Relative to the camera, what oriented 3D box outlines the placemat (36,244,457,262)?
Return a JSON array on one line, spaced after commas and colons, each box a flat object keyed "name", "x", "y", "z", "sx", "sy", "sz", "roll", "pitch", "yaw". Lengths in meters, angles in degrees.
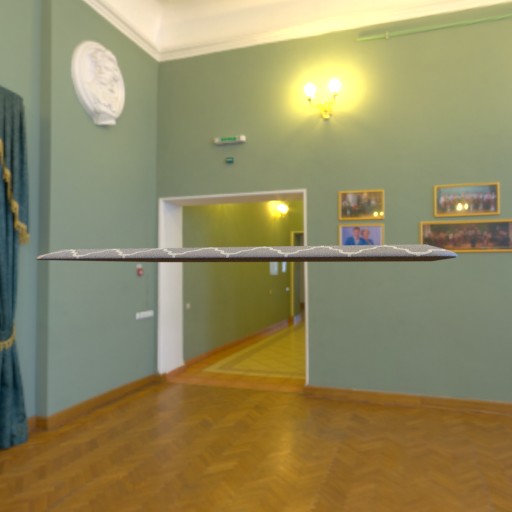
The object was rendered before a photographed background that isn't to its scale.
[{"name": "placemat", "x": 0.000, "y": 0.000, "z": 0.976, "sx": 0.762, "sy": 0.021, "sz": 0.508, "roll": 0, "pitch": -1, "yaw": 18}]
